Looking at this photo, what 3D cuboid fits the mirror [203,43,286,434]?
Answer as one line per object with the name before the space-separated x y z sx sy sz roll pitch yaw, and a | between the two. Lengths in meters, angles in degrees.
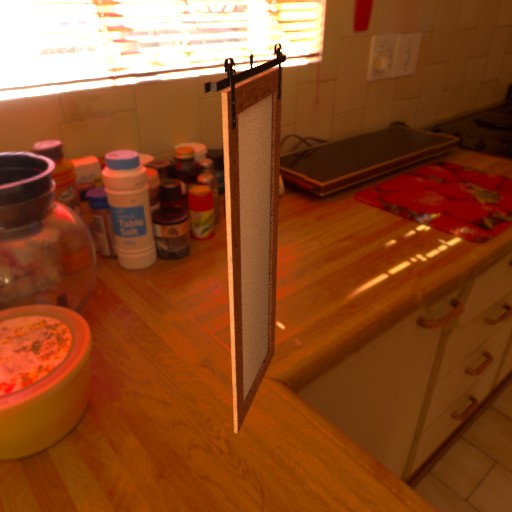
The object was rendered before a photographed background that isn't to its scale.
mirror | 0.000 0.000 2.114 0.042 1.793 0.847 10 32 17
